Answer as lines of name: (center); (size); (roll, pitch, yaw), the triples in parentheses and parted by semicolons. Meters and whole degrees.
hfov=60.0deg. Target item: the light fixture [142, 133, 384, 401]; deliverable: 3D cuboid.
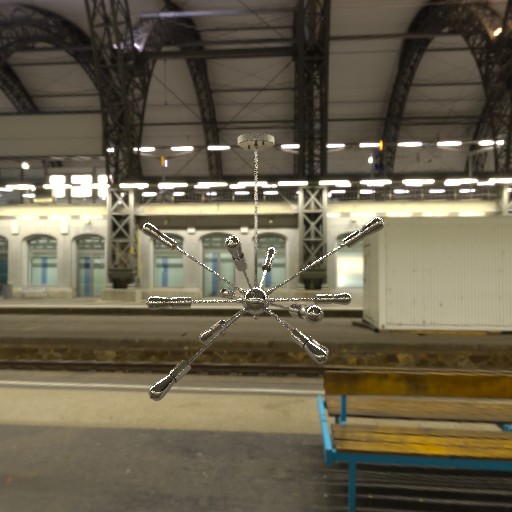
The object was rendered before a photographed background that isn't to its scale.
light fixture: (0.000, 0.000, 1.044); (0.509, 0.558, 0.684); (1, -2, -17)
